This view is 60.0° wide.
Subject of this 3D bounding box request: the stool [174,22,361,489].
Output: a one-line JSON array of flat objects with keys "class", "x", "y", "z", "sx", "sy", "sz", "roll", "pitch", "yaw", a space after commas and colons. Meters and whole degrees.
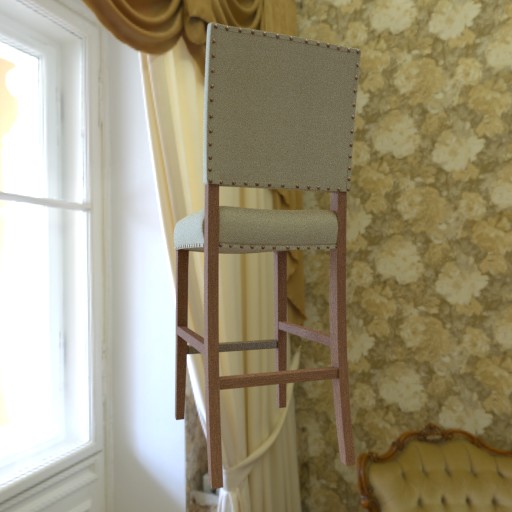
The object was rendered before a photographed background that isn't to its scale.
[{"class": "stool", "x": 0.000, "y": 0.000, "z": 1.423, "sx": 0.445, "sy": 1.168, "sz": 0.584, "roll": 0, "pitch": -1, "yaw": -19}]
